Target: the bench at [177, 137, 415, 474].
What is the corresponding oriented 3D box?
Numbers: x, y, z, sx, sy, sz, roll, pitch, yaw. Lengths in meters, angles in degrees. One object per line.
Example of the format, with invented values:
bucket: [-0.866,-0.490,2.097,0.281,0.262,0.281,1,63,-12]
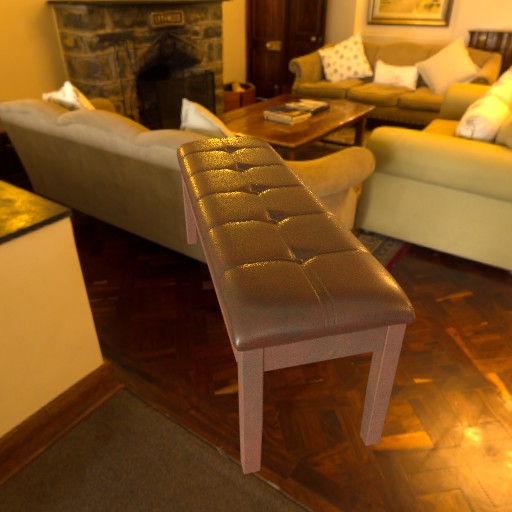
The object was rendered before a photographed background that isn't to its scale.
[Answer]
bench: [0.000,0.000,1.514,0.401,0.491,1.259,-7,32,-12]
